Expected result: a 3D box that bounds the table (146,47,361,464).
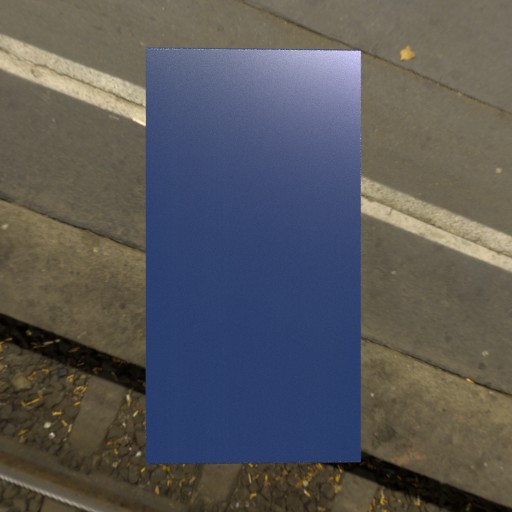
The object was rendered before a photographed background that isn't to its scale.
[{"bbox_3d":[0.000,0.000,1.361,0.572,0.457,1.067,0,90,-1],"label":"table"}]
